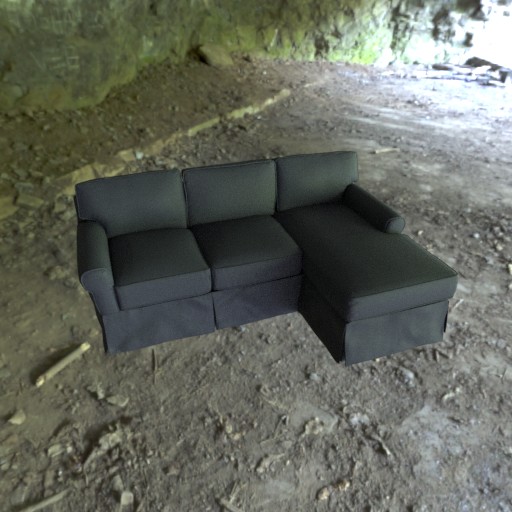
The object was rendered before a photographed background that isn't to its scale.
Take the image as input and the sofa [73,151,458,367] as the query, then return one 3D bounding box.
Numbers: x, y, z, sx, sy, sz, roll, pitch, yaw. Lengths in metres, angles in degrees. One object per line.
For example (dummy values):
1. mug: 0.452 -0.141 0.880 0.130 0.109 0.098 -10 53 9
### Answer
1. sofa: 0.000 0.000 3.346 2.518 1.039 1.637 -10 32 -17
